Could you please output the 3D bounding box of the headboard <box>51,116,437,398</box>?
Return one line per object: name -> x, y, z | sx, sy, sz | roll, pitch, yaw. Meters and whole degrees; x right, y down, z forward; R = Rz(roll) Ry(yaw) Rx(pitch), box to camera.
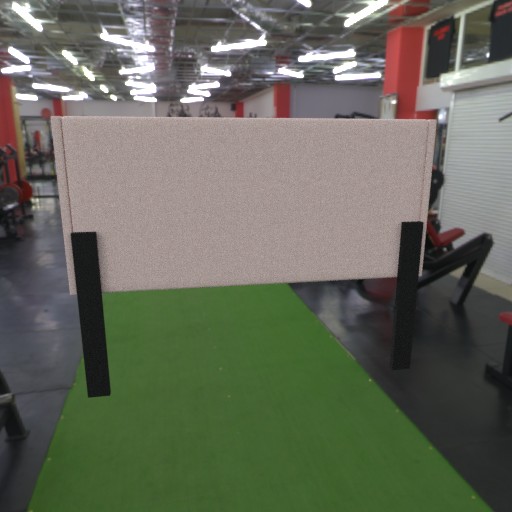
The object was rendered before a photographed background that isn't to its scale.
headboard -> 0.000, 0.000, 2.566 | 2.051, 1.524, 0.184 | -2, 15, -9
